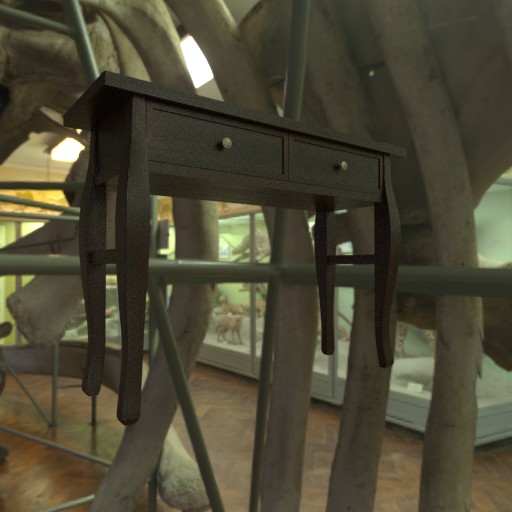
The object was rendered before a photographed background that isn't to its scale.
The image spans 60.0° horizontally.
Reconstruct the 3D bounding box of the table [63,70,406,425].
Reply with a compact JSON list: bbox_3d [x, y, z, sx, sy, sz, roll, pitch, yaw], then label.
[{"bbox_3d":[0.000,0.000,1.389,1.062,0.768,0.373,1,-1,-37],"label":"table"}]
